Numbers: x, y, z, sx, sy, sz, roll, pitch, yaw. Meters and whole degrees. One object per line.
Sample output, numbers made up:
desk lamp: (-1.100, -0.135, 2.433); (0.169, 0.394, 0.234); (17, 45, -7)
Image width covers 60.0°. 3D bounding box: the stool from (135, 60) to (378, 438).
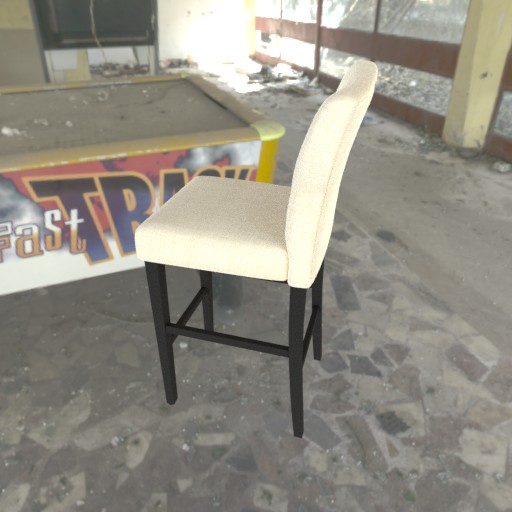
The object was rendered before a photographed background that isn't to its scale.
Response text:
stool: (0.000, 0.000, 1.424); (0.603, 1.124, 0.516); (9, 32, 14)
